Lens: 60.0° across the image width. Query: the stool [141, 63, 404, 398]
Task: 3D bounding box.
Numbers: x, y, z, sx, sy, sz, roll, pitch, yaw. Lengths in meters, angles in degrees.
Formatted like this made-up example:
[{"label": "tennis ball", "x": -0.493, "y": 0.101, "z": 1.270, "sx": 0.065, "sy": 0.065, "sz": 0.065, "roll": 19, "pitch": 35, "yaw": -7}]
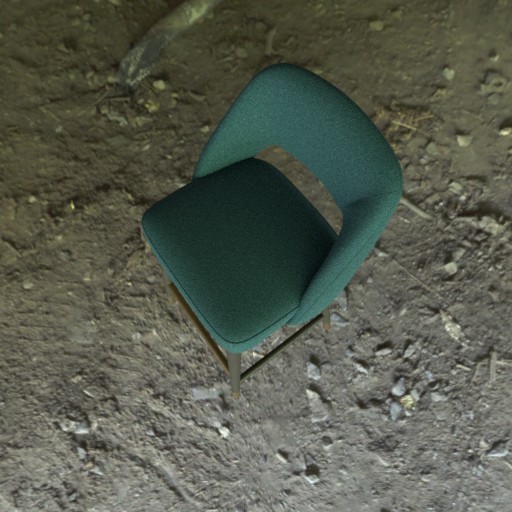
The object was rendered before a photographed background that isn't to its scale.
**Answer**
[{"label": "stool", "x": 0.000, "y": 0.000, "z": 1.300, "sx": 0.522, "sy": 0.939, "sz": 0.536, "roll": -33, "pitch": 69, "yaw": -15}]
